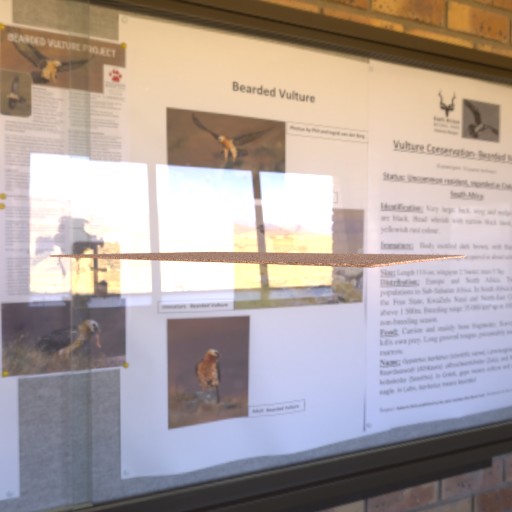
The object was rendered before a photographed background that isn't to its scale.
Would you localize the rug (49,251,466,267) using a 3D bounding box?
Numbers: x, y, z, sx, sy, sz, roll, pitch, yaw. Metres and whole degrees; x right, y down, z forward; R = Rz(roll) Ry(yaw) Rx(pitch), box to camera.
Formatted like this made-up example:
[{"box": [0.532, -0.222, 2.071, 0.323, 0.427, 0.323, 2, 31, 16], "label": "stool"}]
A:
[{"box": [0.000, 0.000, 2.756, 2.141, 0.013, 1.566, 1, 2, 36], "label": "rug"}]
